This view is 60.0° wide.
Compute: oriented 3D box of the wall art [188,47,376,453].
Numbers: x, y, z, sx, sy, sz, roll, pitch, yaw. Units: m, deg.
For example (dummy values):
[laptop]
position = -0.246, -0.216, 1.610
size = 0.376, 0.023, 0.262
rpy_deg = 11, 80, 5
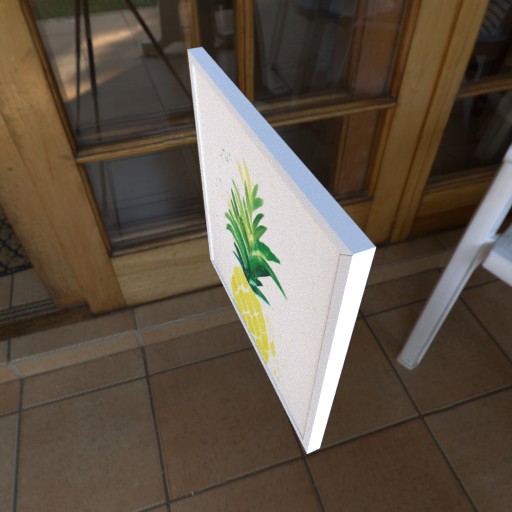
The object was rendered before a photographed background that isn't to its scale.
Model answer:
[wall art]
position = 0.000, 0.000, 1.136
size = 0.038, 0.761, 0.763
rpy_deg = -18, 49, -16
